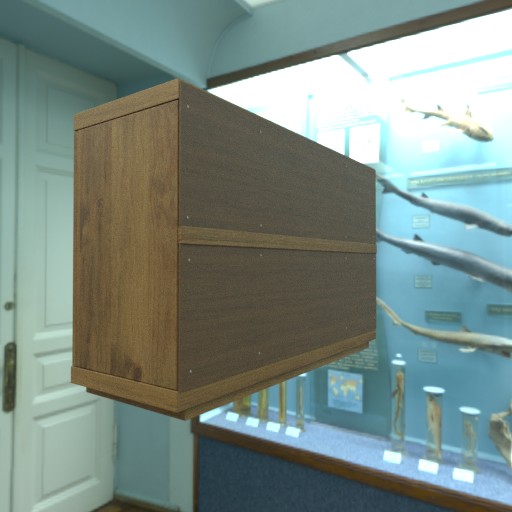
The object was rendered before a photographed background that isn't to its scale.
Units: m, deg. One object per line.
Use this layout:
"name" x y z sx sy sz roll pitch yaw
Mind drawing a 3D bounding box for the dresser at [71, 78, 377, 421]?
"dresser" 0.000 0.000 1.689 0.479 0.825 1.261 -1 -1 36
